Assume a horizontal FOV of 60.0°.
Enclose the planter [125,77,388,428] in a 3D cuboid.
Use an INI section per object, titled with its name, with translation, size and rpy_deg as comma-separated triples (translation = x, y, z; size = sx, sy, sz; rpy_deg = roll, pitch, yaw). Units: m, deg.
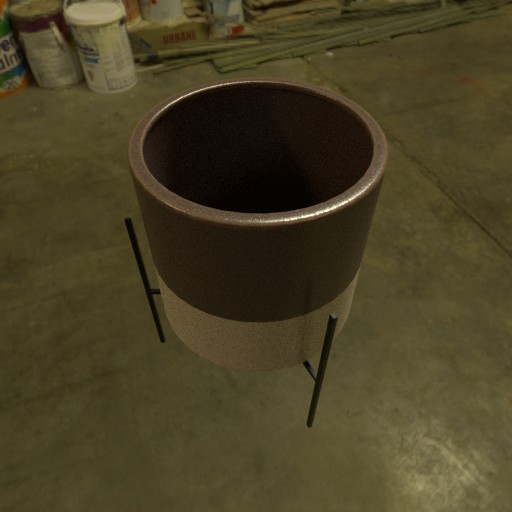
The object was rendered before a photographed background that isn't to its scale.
[planter]
translation = 0.000, 0.000, 0.539
size = 0.250, 0.353, 0.260
rpy_deg = 19, 50, 16
